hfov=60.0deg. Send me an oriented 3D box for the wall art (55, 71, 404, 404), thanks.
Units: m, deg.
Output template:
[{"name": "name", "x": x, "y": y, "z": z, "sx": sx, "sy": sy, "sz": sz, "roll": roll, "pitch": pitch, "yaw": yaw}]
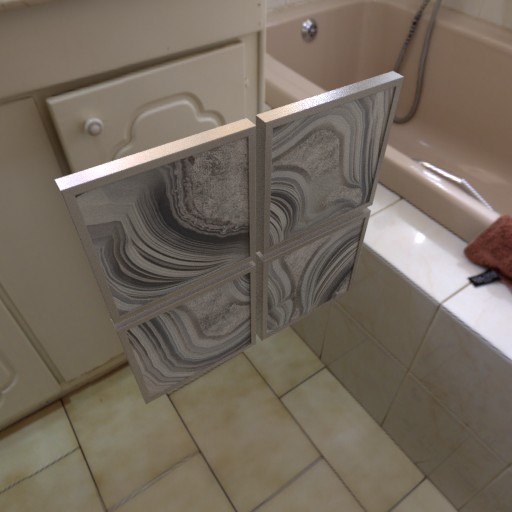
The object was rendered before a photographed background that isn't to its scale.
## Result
[{"name": "wall art", "x": 0.000, "y": 0.000, "z": 0.910, "sx": 0.611, "sy": 0.611, "sz": 0.029, "roll": -25, "pitch": 51, "yaw": -22}]
